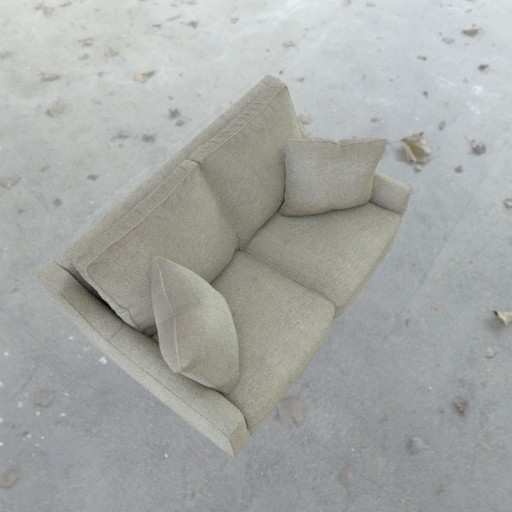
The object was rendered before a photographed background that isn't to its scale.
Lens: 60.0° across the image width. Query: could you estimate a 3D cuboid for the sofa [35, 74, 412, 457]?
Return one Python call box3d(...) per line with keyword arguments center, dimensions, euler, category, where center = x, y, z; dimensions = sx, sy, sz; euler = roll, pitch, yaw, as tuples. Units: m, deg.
box3d(center=(0.000, 0.000, 2.000), dimensions=(0.915, 0.863, 1.422), euler=(32, 63, 18), category="sofa")
